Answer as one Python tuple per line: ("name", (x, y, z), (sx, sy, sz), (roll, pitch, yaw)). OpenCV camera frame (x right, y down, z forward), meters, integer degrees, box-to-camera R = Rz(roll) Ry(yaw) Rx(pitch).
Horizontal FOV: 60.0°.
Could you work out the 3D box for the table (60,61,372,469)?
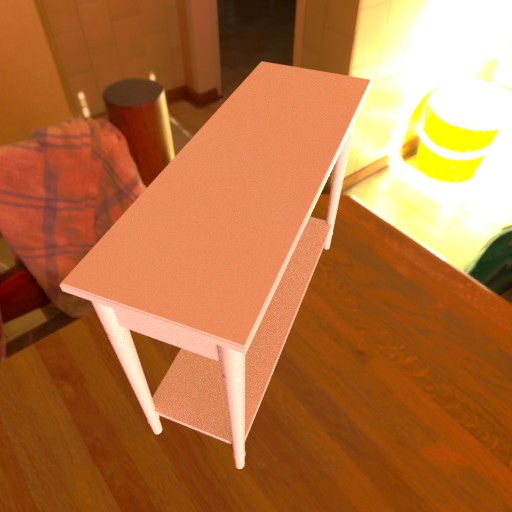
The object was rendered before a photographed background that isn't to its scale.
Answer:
("table", (0.000, 0.000, 1.401), (0.381, 0.749, 1.067), (16, 49, 15))
